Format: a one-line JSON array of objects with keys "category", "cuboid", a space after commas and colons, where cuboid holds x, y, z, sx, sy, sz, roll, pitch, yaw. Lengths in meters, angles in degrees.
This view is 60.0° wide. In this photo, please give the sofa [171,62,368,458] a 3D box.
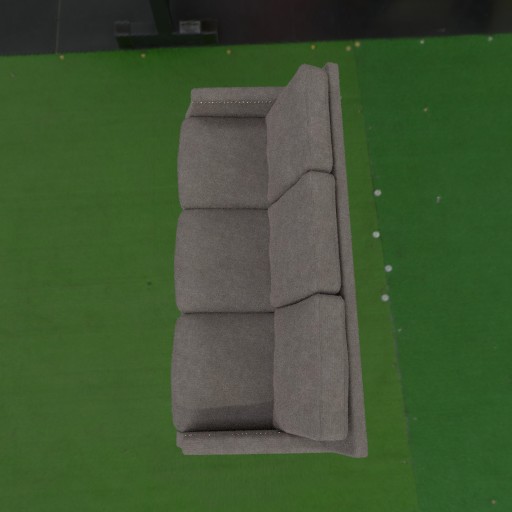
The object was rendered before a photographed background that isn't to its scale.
[{"category": "sofa", "cuboid": [0.000, 0.000, 2.746, 1.034, 1.042, 2.226, -1, 75, 0]}]
